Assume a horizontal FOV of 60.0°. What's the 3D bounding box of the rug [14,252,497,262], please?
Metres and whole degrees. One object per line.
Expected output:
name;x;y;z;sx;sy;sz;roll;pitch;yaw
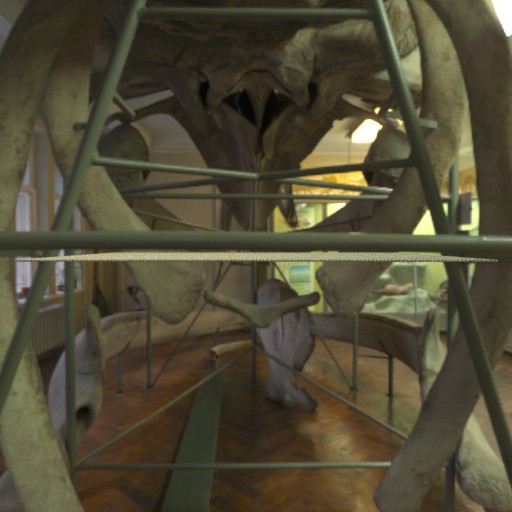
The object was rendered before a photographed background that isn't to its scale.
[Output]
rug;0.000;0.000;2.996;2.439;0.011;1.533;0;2;0
